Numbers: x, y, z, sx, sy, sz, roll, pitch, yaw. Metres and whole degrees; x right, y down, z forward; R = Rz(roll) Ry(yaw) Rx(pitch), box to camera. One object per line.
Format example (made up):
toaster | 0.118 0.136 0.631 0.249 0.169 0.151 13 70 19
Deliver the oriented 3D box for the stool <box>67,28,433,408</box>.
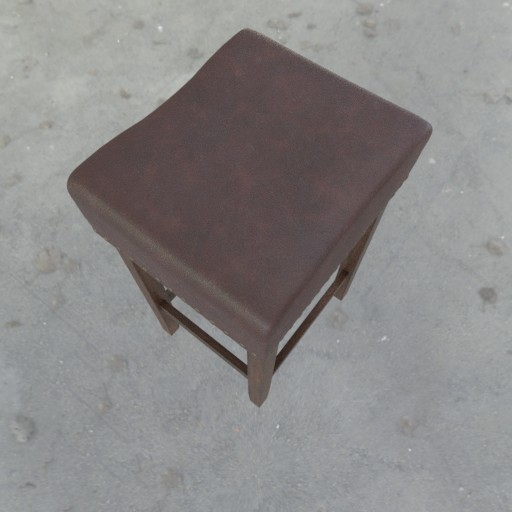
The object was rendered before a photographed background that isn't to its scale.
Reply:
stool | 0.000 0.000 1.032 0.401 0.769 0.465 35 69 16
